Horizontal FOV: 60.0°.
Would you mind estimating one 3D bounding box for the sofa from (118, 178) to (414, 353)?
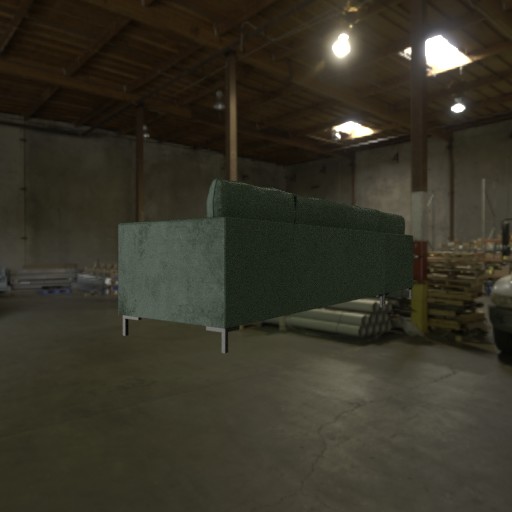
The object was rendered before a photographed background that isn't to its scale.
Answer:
[{"bbox_3d":[0.000,0.000,4.312,2.048,0.996,3.384,0,1,36],"label":"sofa"}]
